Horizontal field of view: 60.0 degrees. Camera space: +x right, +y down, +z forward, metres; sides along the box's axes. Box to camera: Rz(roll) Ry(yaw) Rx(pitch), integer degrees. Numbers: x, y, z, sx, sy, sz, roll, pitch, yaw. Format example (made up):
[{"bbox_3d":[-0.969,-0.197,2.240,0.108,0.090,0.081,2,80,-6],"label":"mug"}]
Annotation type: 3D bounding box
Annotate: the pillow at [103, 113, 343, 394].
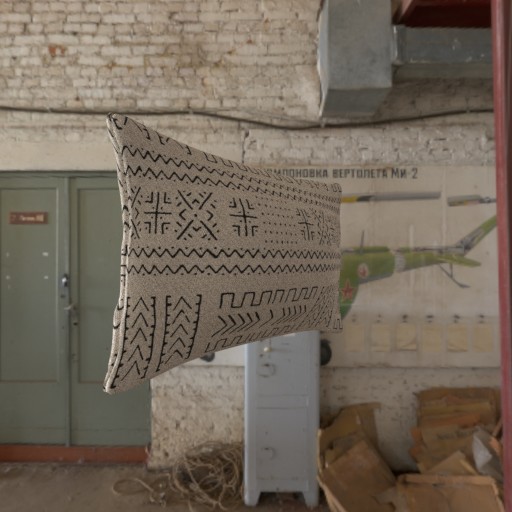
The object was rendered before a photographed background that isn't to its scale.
[{"bbox_3d":[0.000,0.000,0.798,0.188,0.352,0.637,-1,-1,37],"label":"pillow"}]
